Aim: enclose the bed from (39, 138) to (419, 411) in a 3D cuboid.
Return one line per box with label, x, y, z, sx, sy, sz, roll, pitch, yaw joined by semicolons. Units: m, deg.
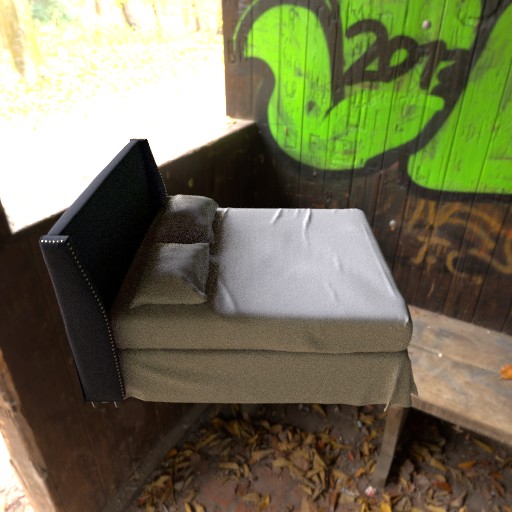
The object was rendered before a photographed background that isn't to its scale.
bed;0.000;0.000;3.443;2.276;1.332;1.925;1;31;1
